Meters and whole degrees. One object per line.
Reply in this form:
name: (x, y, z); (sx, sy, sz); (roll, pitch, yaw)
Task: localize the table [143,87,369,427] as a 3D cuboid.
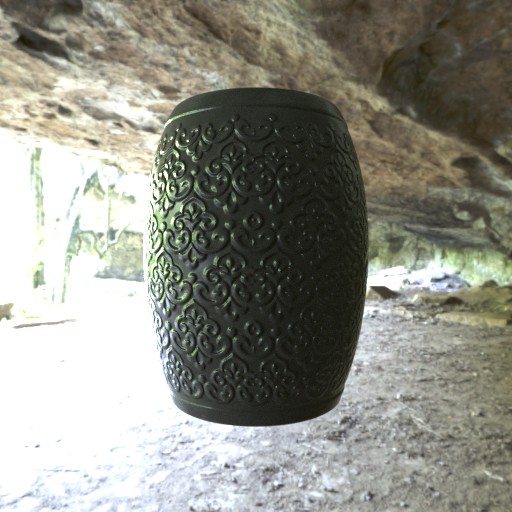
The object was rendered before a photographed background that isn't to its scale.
table: (0.000, 0.000, 0.627); (0.309, 0.397, 0.309); (0, 1, 0)
